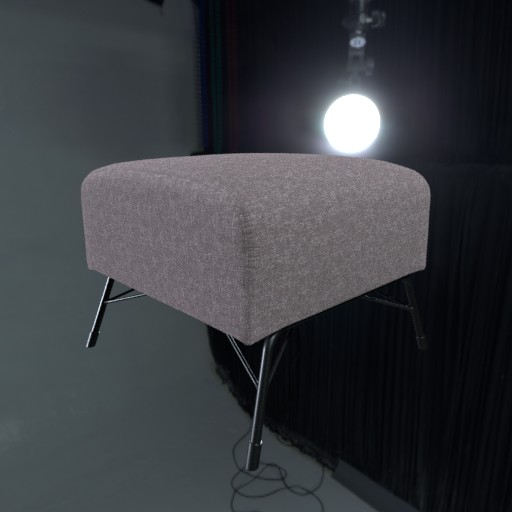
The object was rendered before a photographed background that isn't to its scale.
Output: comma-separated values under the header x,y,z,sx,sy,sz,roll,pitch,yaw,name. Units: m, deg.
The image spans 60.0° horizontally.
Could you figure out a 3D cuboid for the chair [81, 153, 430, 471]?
x,y,z,sx,sy,sz,roll,pitch,yaw,name
0.000,0.000,0.910,0.530,0.410,0.530,-14,20,-42,chair
